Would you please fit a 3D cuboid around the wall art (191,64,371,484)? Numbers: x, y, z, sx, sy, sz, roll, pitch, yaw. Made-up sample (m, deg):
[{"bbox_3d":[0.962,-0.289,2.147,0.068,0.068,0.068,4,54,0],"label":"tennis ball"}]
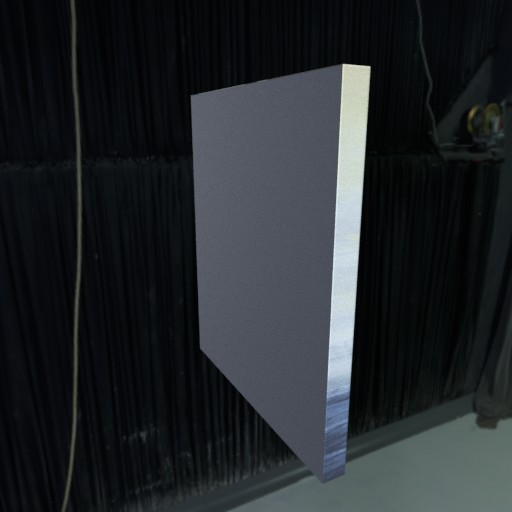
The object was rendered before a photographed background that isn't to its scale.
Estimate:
[{"bbox_3d":[0.000,0.000,0.706,0.037,0.511,0.435,-8,17,-27],"label":"wall art"}]
